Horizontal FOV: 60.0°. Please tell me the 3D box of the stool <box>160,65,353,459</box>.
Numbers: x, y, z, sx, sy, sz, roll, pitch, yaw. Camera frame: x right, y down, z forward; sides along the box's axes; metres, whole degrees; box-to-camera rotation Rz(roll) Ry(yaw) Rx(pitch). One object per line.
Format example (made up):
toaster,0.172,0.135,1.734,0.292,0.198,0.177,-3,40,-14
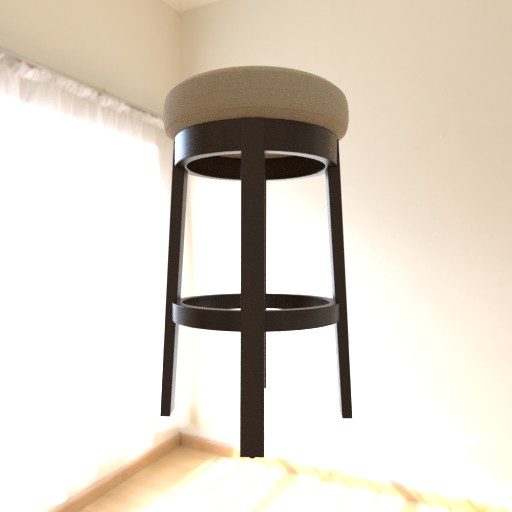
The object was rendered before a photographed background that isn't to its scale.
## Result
stool,0.000,0.000,1.045,0.446,0.758,0.446,0,0,0
